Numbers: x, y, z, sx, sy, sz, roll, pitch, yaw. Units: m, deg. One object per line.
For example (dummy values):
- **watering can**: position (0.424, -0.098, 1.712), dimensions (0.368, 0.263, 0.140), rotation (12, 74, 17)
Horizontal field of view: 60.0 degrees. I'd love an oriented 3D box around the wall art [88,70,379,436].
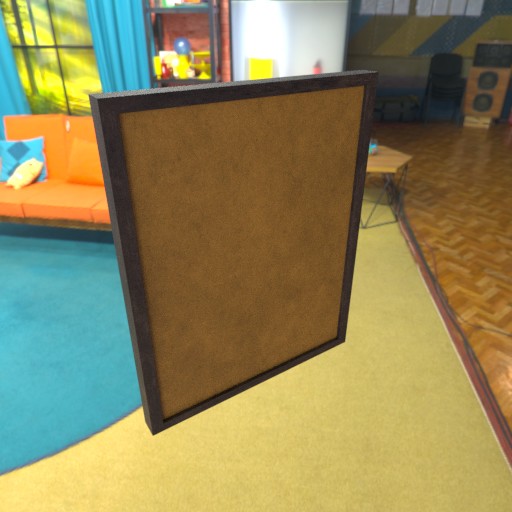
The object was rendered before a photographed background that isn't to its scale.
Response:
- **wall art**: position (0.000, 0.000, 0.549), dimensions (0.329, 0.406, 0.027), rotation (-18, 34, -29)
